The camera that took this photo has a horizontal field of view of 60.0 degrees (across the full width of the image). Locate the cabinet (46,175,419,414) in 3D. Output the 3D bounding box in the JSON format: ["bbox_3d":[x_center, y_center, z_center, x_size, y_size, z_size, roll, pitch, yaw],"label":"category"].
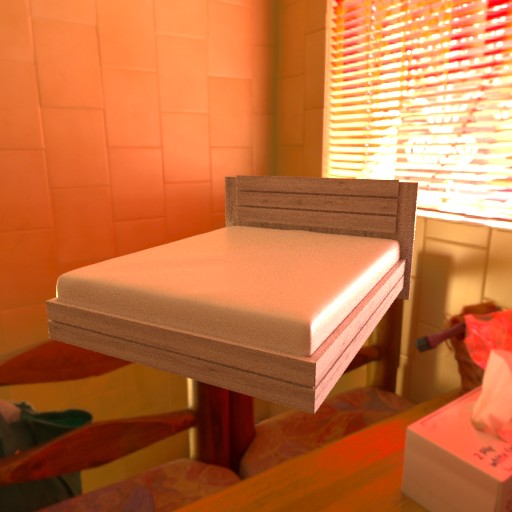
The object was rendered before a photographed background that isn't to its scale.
[{"bbox_3d":[0.000,0.000,3.045,1.750,0.970,2.080,7,15,27],"label":"cabinet"}]
